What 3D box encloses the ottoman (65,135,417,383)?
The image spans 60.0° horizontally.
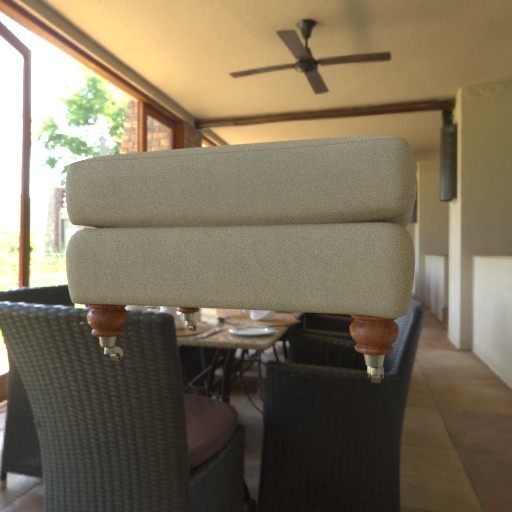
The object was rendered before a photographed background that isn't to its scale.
[{"bbox_3d":[0.000,0.000,1.150,0.773,0.504,0.569,0,0,18],"label":"ottoman"}]
